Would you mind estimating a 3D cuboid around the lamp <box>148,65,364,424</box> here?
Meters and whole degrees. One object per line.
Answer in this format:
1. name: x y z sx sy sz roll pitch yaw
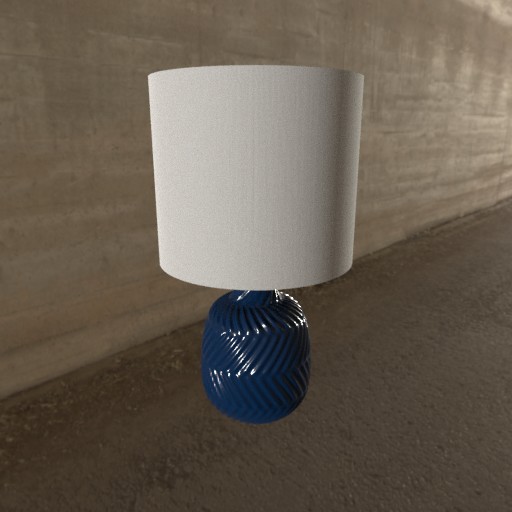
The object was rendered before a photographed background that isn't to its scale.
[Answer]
1. lamp: 0.000 0.000 0.478 0.203 0.368 0.203 3 16 9
